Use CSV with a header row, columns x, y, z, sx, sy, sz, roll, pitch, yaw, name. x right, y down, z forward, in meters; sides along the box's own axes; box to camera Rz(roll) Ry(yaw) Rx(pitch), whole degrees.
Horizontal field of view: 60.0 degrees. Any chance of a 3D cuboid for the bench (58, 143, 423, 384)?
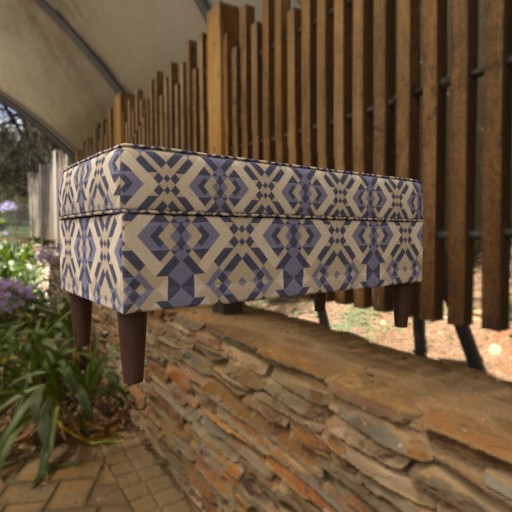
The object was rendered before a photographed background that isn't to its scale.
x,y,z,sx,sy,sz,roll,pitch,yaw,name
0.000,0.000,1.326,1.016,0.477,0.492,-2,3,-37,bench
